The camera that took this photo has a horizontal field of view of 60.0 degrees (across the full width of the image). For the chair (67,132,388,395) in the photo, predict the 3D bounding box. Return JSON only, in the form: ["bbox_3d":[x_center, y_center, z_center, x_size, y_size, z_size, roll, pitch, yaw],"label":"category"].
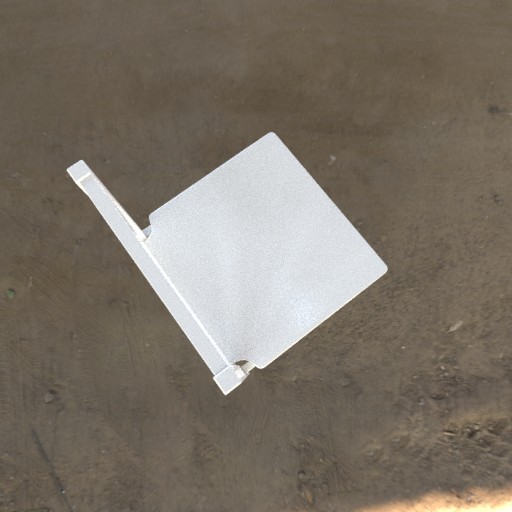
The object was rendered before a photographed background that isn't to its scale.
[{"bbox_3d":[0.000,0.000,0.896,0.361,0.668,0.367,-36,79,-8],"label":"chair"}]
